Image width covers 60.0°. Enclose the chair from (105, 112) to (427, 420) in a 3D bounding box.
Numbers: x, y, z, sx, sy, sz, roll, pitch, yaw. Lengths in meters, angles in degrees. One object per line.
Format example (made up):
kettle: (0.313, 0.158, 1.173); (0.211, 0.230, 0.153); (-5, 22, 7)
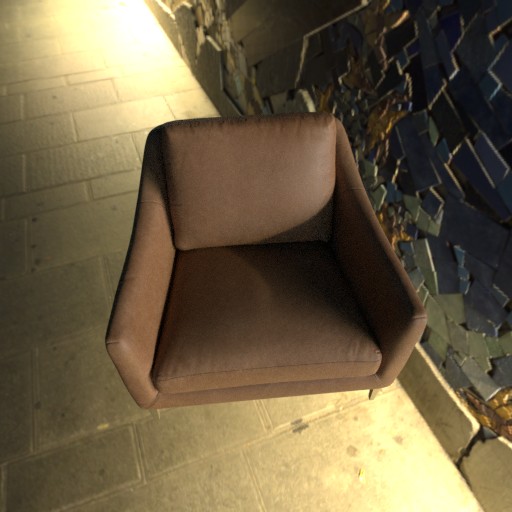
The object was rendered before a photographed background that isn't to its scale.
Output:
chair: (0.000, 0.000, 1.746); (0.988, 0.895, 0.963); (-4, 46, -4)
